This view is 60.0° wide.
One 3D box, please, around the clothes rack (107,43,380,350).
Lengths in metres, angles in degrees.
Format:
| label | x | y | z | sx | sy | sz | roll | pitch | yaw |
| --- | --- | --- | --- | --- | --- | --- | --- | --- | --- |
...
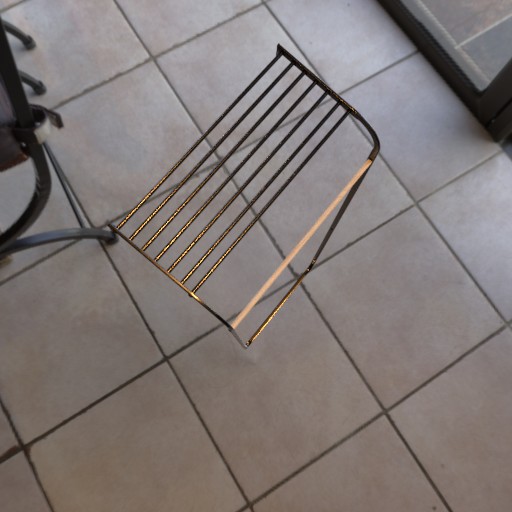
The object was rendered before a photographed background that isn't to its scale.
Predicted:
| label | x | y | z | sx | sy | sz | roll | pitch | yaw |
| --- | --- | --- | --- | --- | --- | --- | --- | --- | --- |
| clothes rack | 0.000 | 0.000 | 1.765 | 0.349 | 1.574 | 0.609 | 39 | 79 | 9 |
